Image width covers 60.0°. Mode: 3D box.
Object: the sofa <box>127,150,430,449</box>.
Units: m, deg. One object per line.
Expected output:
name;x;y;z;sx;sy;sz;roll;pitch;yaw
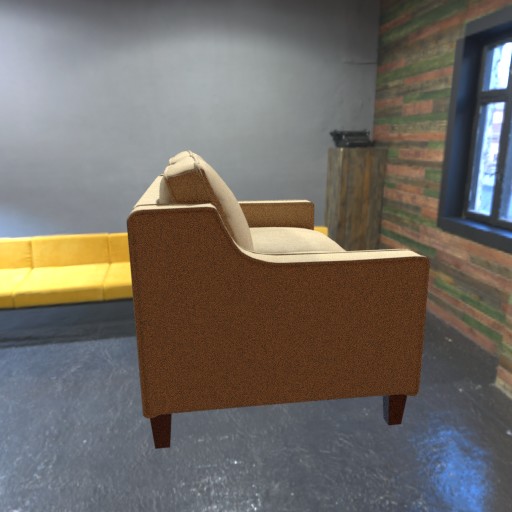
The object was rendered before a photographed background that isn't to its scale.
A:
sofa;0.000;0.000;2.144;0.987;0.971;1.501;-2;15;-9
